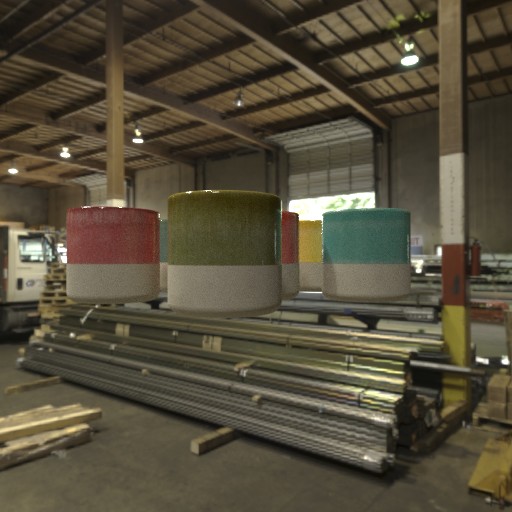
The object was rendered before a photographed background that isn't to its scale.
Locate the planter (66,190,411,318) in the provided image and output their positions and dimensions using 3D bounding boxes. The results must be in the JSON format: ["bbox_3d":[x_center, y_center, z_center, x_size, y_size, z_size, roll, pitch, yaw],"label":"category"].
[{"bbox_3d":[0.000,0.000,0.411,0.257,0.075,0.286,0,0,37],"label":"planter"}]
